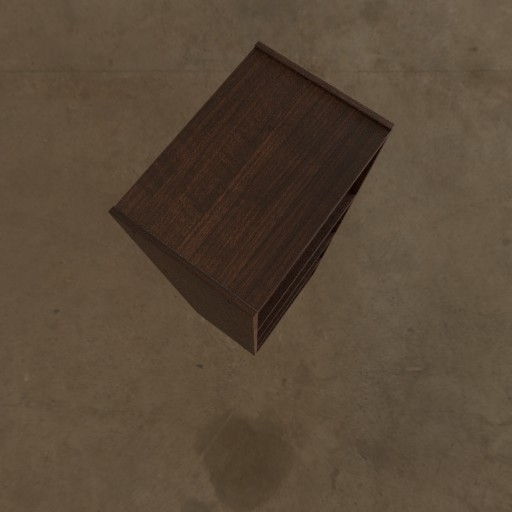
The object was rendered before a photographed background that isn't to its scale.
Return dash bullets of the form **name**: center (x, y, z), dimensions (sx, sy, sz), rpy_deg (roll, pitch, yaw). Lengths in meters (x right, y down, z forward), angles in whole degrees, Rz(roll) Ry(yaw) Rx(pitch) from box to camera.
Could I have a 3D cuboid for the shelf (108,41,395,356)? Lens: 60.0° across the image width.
- **shelf**: center (0.000, 0.000, 1.263), dimensions (0.290, 1.099, 0.415), rpy_deg (35, 77, 9)
